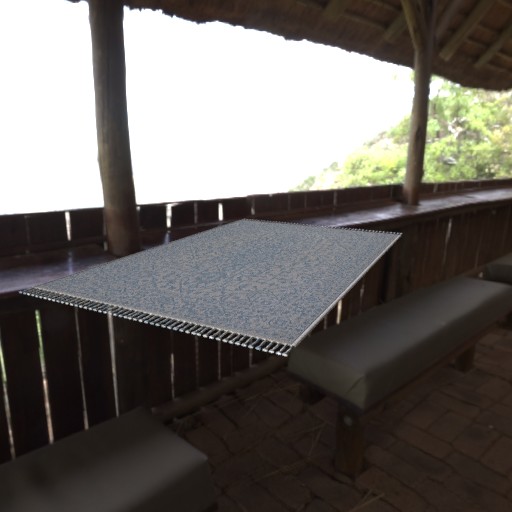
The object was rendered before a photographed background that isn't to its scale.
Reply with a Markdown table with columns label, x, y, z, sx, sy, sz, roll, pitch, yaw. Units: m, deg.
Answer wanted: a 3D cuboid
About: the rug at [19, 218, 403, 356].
| label | x | y | z | sx | sy | sz | roll | pitch | yaw |
| --- | --- | --- | --- | --- | --- | --- | --- | --- | --- |
| rug | 0.000 | 0.000 | 3.017 | 1.524 | 0.010 | 2.438 | 8 | 17 | 26 |
